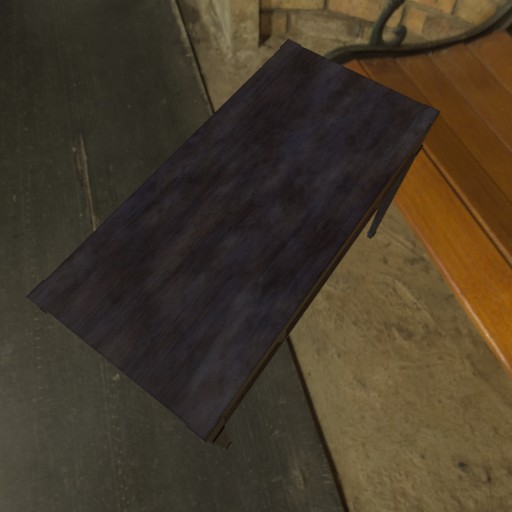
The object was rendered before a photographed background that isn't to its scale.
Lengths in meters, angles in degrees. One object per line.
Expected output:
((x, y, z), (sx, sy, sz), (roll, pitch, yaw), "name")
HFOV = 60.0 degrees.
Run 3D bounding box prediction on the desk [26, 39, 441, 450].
((0.000, 0.000, 1.750), (0.630, 0.861, 1.289), (33, 68, 15), "desk")
